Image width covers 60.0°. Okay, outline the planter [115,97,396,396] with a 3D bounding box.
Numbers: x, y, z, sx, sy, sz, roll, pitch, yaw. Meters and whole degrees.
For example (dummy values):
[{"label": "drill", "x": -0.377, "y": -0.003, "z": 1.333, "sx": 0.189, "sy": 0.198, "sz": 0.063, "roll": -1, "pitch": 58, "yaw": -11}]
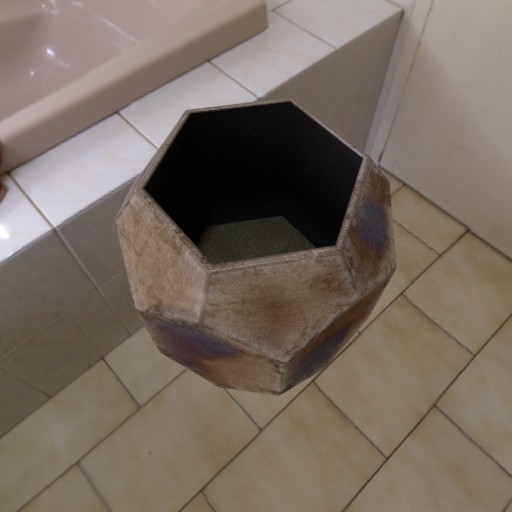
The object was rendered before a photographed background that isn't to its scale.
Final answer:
[{"label": "planter", "x": 0.000, "y": 0.000, "z": 0.425, "sx": 0.243, "sy": 0.238, "sz": 0.221, "roll": -36, "pitch": 66, "yaw": -19}]
